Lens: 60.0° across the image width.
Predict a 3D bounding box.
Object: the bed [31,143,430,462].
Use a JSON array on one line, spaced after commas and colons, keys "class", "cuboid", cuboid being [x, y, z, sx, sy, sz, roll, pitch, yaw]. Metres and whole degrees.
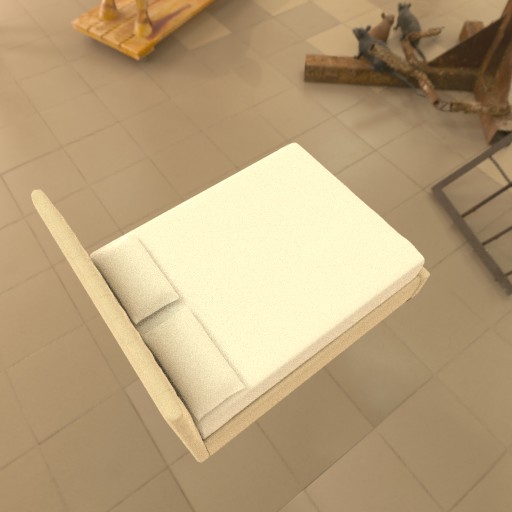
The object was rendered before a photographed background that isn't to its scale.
[{"class": "bed", "cuboid": [0.000, 0.000, 3.290, 2.233, 1.426, 1.696, -32, 63, -18]}]
